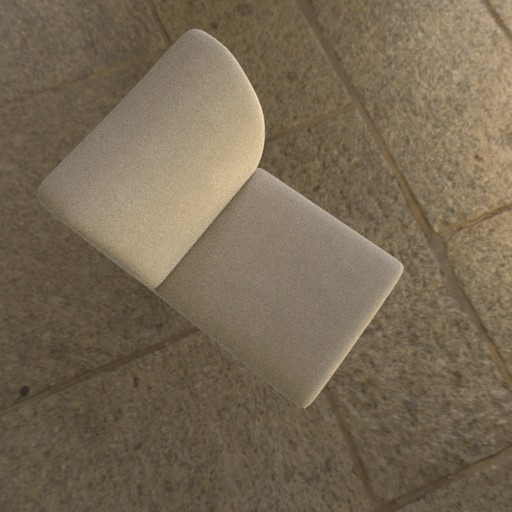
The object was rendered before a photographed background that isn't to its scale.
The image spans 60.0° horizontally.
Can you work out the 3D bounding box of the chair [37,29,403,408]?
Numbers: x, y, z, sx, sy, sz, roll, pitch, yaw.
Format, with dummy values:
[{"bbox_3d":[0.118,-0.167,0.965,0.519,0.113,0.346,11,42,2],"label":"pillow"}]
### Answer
[{"bbox_3d":[0.000,0.000,1.270,0.754,0.833,0.521,37,79,9],"label":"chair"}]
